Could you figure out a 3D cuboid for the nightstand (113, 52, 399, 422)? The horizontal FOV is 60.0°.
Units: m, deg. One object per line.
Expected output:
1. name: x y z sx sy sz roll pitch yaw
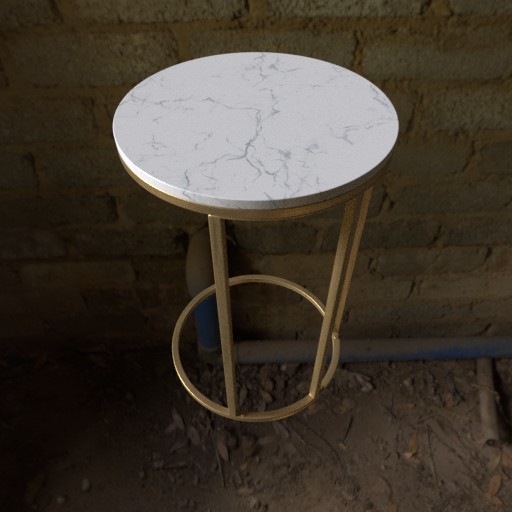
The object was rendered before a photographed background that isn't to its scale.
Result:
1. nightstand: 0.000 0.000 0.856 0.400 0.610 0.400 -32 55 -27
